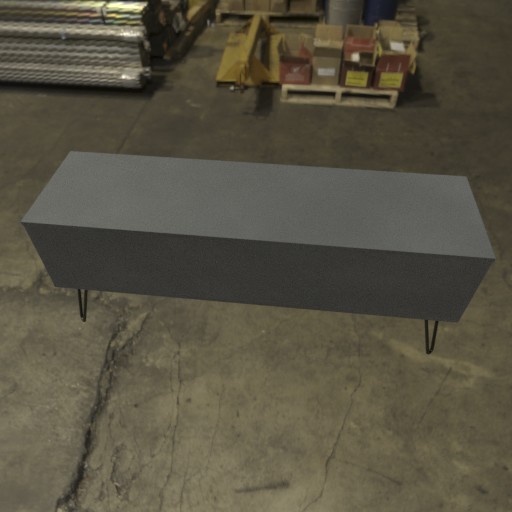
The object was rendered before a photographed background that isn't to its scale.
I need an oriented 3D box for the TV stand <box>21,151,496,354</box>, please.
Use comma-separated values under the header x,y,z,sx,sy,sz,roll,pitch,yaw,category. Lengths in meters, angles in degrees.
x,y,z,sx,sy,sz,roll,pitch,yaw,category
0.000,0.000,1.638,1.400,0.560,0.400,5,47,4,TV stand
